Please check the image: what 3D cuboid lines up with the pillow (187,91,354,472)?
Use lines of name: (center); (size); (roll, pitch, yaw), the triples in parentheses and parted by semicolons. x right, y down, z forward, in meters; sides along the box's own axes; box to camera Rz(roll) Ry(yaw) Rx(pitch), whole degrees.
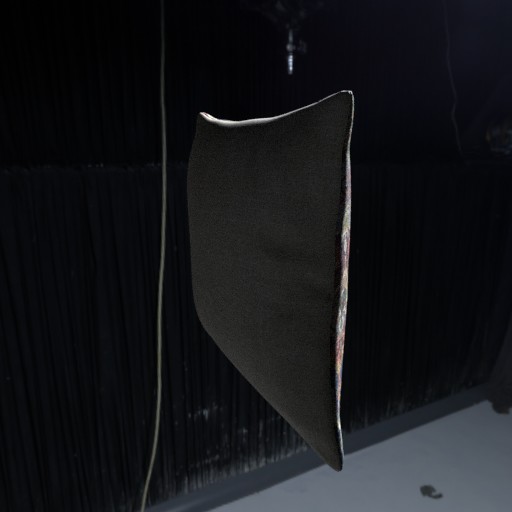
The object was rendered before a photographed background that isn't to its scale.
pillow: (0.000, 0.000, 0.780); (0.166, 0.506, 0.523); (-7, 16, -25)
